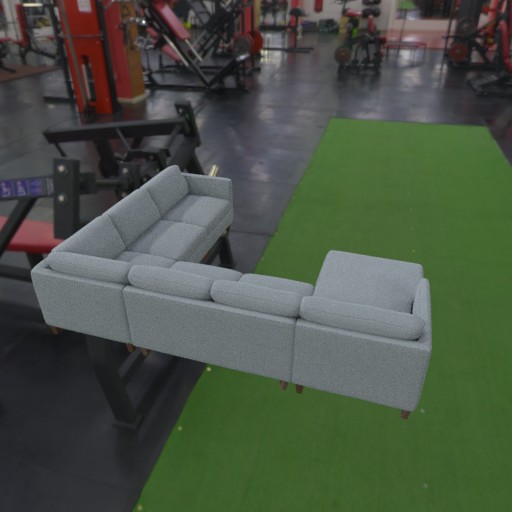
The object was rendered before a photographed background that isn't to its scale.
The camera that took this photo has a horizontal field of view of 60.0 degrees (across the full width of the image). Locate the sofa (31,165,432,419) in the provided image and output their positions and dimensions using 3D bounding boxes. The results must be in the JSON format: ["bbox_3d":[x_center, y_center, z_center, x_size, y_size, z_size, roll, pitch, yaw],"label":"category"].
[{"bbox_3d":[0.000,0.000,4.460,3.238,0.853,2.551,9,32,15],"label":"sofa"}]
